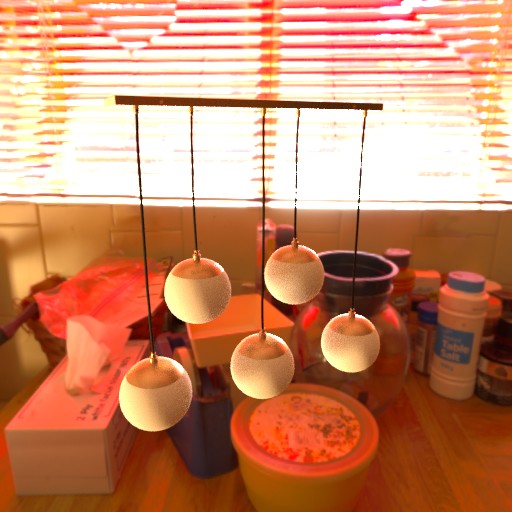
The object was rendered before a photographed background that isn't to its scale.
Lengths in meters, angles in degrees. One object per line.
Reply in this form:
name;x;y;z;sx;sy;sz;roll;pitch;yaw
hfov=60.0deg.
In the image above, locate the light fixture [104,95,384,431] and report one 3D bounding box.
light fixture;0.000;0.000;1.318;0.863;0.869;0.299;-8;18;-26
